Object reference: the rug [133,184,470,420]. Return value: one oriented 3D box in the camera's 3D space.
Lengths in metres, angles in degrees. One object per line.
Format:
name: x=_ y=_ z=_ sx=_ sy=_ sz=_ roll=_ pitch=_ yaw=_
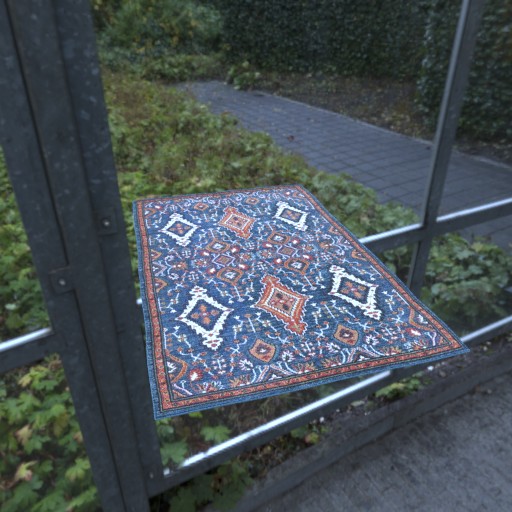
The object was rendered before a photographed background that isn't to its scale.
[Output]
rug: x=0.000 y=0.000 z=2.312 sx=1.195 sy=0.014 sz=1.847 roll=-8 pitch=31 yaw=-14
